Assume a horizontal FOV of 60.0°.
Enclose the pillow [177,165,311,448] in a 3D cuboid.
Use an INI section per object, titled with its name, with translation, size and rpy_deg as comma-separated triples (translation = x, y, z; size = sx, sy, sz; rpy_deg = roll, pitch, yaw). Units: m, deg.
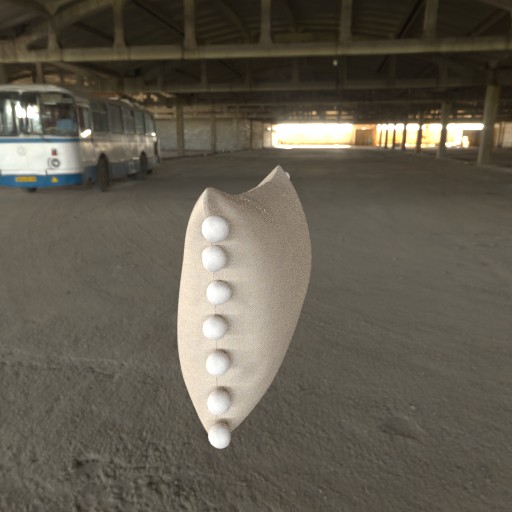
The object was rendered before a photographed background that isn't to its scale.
[pillow]
translation = 0.000, 0.000, 0.821
size = 0.201, 0.322, 0.709
rpy_deg = 3, 15, 9
